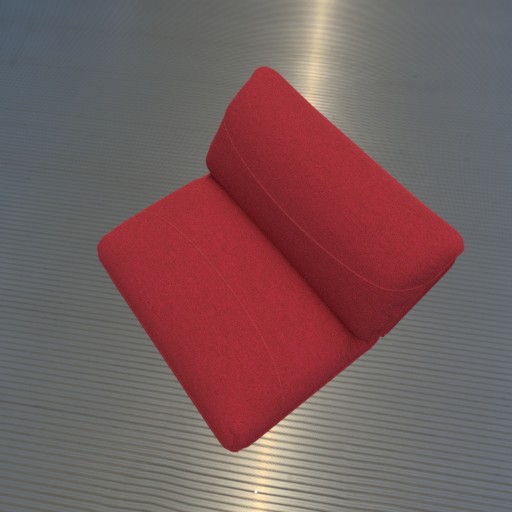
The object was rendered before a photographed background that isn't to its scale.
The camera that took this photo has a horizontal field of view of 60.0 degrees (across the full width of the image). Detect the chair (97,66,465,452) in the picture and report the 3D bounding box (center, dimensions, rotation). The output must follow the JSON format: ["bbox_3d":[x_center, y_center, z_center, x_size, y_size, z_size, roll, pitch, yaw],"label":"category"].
[{"bbox_3d":[0.000,0.000,1.345,0.780,0.580,0.820,-34,67,-16],"label":"chair"}]
